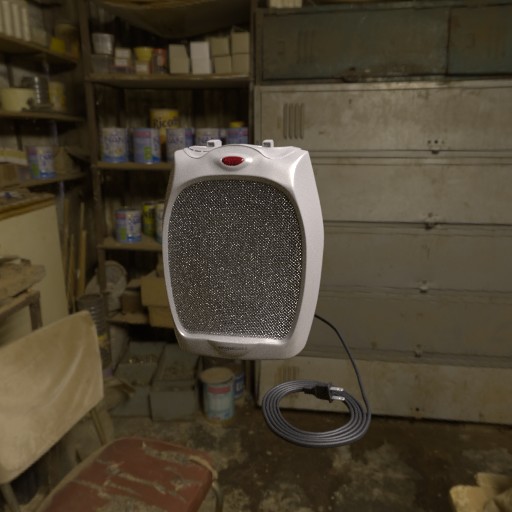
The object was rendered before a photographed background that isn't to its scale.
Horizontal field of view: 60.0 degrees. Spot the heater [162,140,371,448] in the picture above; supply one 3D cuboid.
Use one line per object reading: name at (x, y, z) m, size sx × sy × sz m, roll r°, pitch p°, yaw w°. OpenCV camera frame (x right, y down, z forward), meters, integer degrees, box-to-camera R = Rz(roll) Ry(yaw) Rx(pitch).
heater at (0.000, 0.000, 0.473) m, size 0.239 × 0.240 × 0.291 m, roll 2°, pitch 15°, yaw 9°
